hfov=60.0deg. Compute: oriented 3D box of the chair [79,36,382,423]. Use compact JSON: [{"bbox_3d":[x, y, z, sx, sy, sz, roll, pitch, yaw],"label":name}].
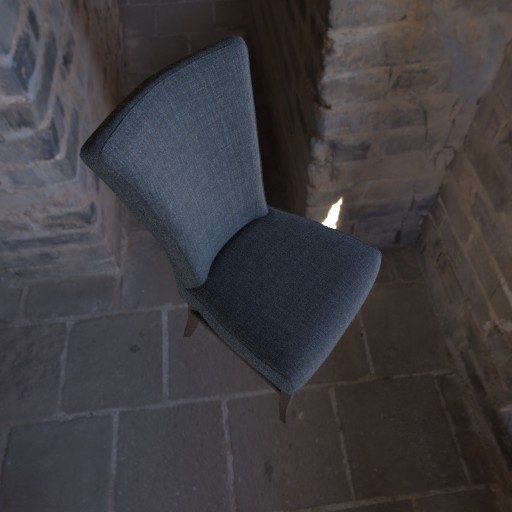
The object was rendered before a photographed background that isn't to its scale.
[{"bbox_3d":[0.000,0.000,1.333,0.660,0.991,0.520,32,63,18],"label":"chair"}]
